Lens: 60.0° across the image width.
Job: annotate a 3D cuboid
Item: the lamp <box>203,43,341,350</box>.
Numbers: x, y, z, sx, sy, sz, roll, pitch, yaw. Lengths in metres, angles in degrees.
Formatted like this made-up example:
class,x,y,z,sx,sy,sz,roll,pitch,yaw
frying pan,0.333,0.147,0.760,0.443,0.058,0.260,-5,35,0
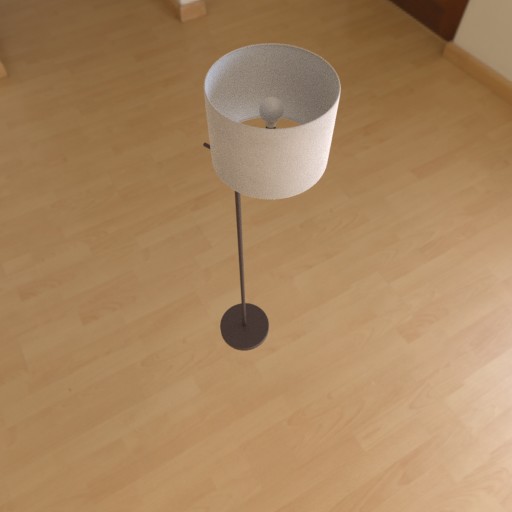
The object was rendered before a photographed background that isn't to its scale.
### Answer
class,x,y,z,sx,sy,sz,roll,pitch,yaw
lamp,0.000,0.000,1.735,0.416,1.600,0.324,30,62,18
